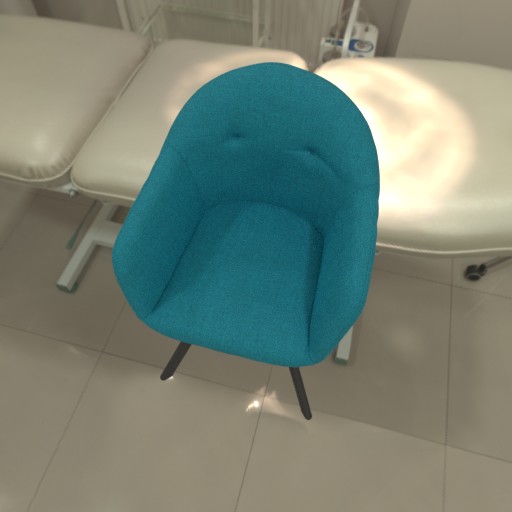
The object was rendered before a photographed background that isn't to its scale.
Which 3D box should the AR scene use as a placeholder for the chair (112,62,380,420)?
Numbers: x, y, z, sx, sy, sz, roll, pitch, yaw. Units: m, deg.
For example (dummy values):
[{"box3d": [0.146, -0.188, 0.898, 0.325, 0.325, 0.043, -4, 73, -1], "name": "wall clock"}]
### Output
[{"box3d": [0.000, 0.000, 1.174, 0.545, 0.775, 0.565, 13, 58, 8], "name": "chair"}]
